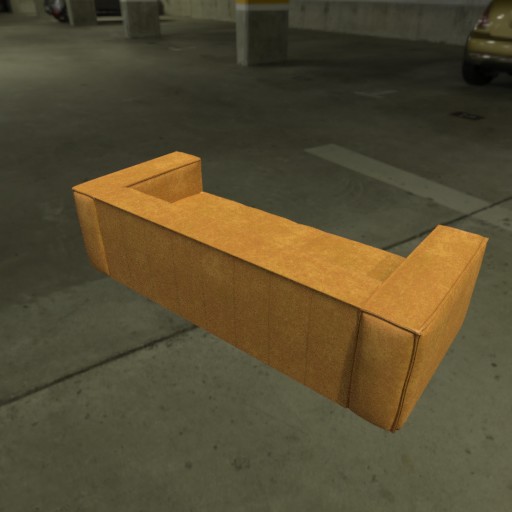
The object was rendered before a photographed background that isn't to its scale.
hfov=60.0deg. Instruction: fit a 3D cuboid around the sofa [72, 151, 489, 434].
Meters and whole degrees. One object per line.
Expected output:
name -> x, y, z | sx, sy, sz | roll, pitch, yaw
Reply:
sofa -> 0.000, 0.000, 2.997 | 2.581, 0.701, 1.102 | 22, 37, 32
